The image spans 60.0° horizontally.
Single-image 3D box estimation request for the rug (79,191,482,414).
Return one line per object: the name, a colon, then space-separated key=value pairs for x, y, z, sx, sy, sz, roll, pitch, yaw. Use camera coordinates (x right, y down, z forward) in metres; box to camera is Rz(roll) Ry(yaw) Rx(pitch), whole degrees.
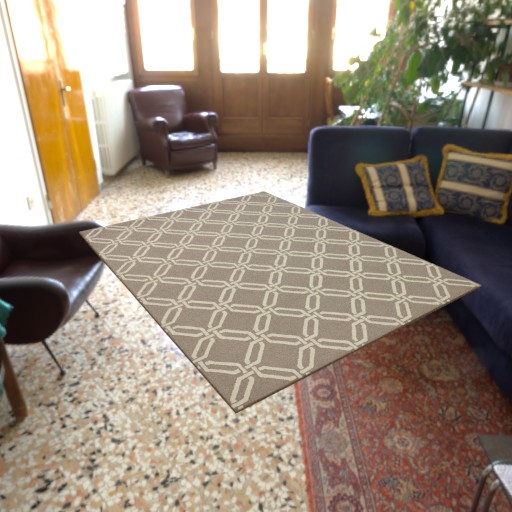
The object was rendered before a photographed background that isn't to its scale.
rug: x=0.000 y=0.000 z=3.939 sx=2.288 sy=0.018 sz=2.895 roll=-17 pitch=31 yaw=-31
